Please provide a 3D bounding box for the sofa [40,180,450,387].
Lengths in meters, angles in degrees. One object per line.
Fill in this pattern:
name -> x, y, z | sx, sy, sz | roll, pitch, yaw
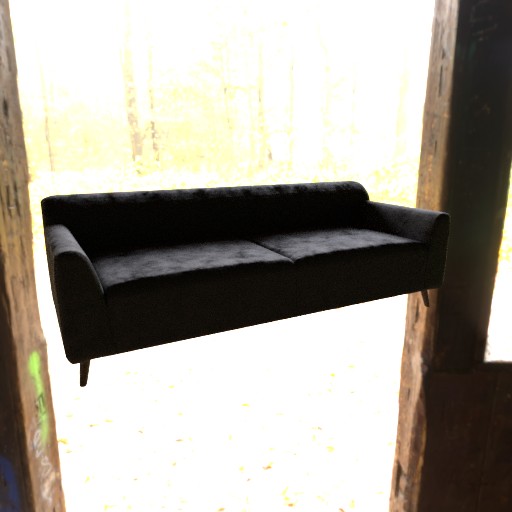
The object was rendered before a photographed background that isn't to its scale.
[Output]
sofa -> 0.000, 0.000, 2.593 | 2.190, 0.740, 0.900 | -7, 16, -27
